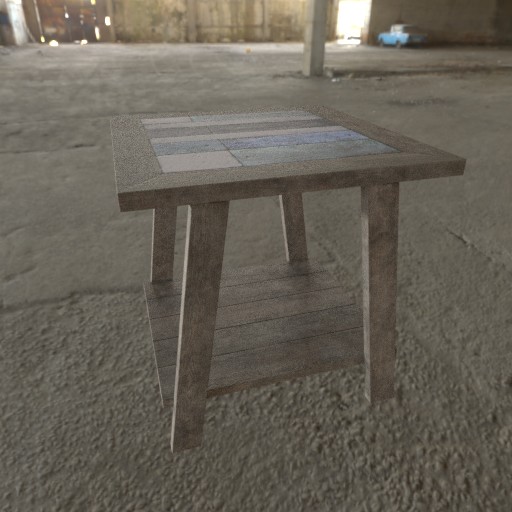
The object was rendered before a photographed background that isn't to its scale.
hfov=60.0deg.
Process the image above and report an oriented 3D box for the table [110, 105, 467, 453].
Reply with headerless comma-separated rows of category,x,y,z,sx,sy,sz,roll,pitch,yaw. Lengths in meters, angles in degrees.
table,0.000,0.000,1.121,0.610,0.610,0.610,-8,29,-15
